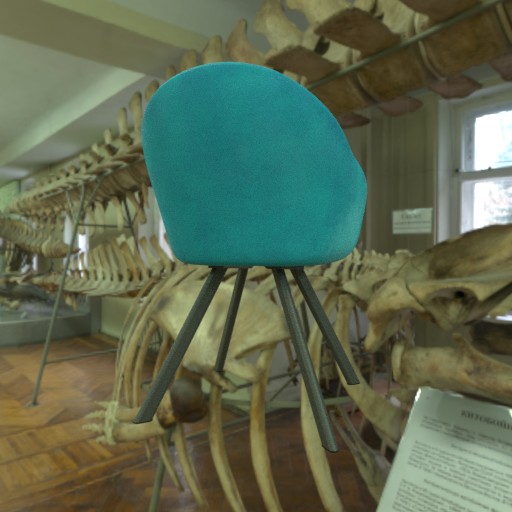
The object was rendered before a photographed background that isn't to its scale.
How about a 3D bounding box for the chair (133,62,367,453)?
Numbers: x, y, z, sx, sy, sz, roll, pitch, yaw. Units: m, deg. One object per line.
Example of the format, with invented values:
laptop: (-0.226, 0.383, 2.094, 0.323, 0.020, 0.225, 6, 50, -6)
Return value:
chair: (0.000, 0.000, 1.169, 0.550, 0.795, 0.590, 0, 1, 18)
